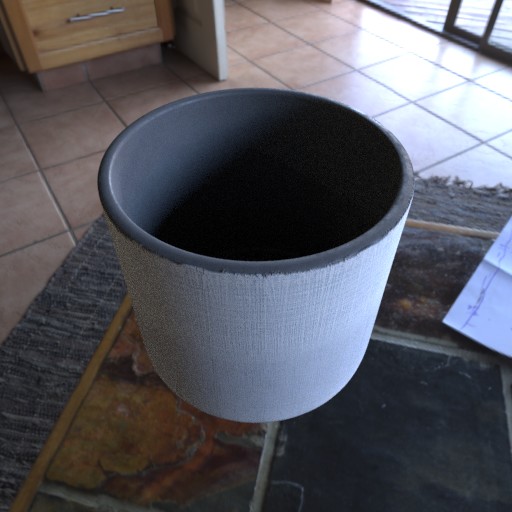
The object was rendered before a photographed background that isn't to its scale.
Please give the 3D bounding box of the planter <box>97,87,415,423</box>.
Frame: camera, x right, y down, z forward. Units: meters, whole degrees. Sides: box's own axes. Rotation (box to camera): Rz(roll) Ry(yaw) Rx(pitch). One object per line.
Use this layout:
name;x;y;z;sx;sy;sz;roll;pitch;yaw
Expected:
planter;0.000;0.000;0.382;0.221;0.201;0.221;0;46;0
